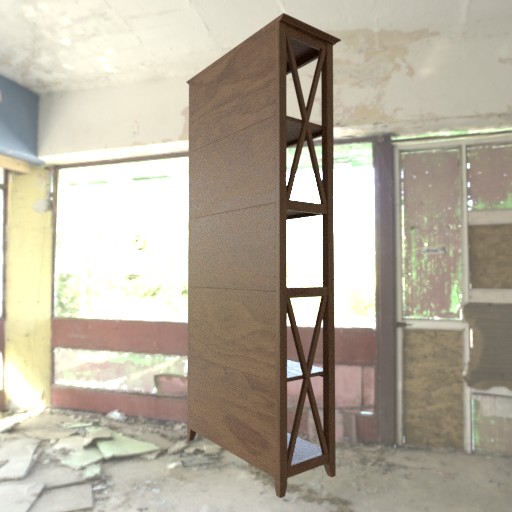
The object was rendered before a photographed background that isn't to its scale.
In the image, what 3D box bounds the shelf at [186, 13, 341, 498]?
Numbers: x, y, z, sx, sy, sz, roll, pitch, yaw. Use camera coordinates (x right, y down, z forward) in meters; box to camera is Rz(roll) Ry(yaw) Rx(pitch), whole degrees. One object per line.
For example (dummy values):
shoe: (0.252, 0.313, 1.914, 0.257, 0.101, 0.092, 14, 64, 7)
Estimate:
shelf: (0.000, 0.000, 2.148, 0.335, 1.905, 0.805, 2, -3, -37)
